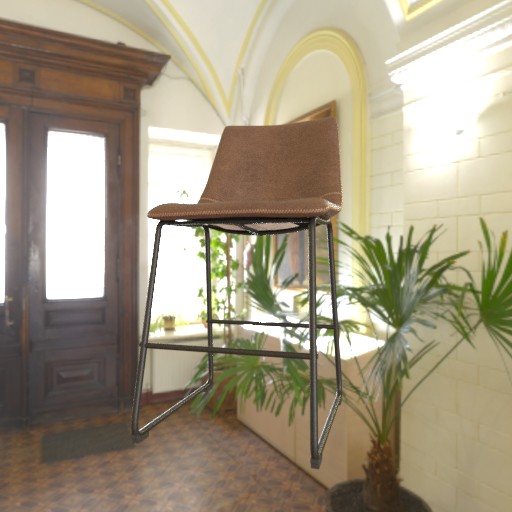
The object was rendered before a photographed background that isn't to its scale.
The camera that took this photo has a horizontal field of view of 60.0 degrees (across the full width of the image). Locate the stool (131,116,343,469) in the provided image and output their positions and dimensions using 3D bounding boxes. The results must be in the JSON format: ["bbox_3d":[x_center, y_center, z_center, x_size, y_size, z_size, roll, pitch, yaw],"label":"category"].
[{"bbox_3d":[0.000,0.000,1.239,0.460,0.890,0.550,0,0,17],"label":"stool"}]
